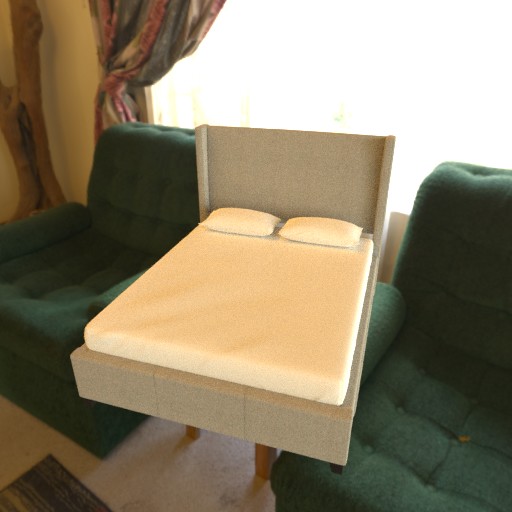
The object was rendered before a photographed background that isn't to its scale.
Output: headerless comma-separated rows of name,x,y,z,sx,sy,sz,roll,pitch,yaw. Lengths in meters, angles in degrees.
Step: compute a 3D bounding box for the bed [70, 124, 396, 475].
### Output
bed,0.000,0.000,3.352,1.774,1.491,2.222,8,28,16
